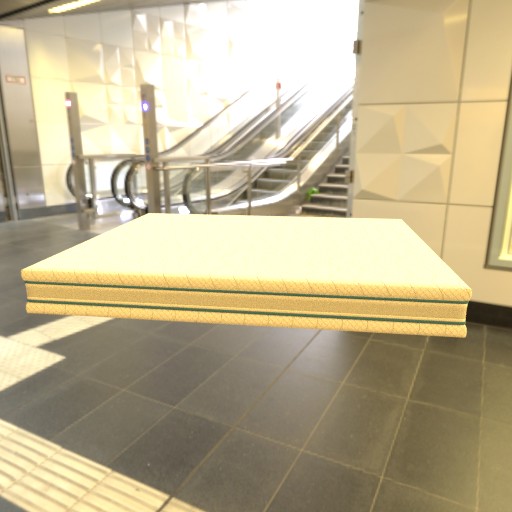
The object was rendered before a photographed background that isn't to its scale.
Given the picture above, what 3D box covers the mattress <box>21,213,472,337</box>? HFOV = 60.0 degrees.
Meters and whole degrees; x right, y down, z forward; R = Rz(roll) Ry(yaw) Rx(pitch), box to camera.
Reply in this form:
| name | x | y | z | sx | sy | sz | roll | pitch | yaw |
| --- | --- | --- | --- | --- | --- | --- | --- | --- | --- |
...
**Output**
| name | x | y | z | sx | sy | sz | roll | pitch | yaw |
| --- | --- | --- | --- | --- | --- | --- | --- | --- | --- |
| mattress | 0.000 | 0.000 | 2.723 | 2.000 | 0.230 | 1.600 | 2 | 15 | 8 |
